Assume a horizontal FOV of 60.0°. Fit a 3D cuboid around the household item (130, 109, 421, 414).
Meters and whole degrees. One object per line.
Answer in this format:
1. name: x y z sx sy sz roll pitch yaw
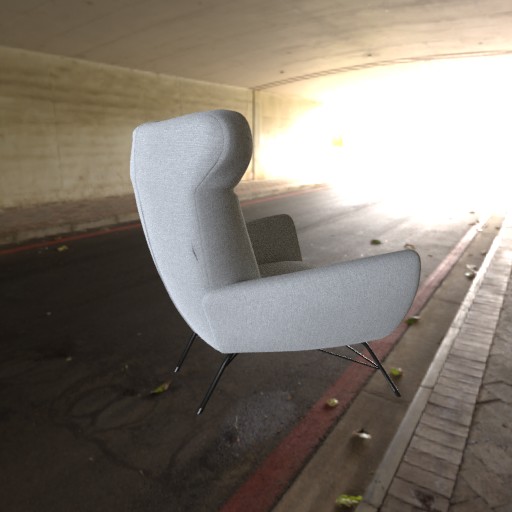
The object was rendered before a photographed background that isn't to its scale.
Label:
1. household item: 0.000 0.000 1.768 0.900 1.050 0.980 -7 16 -25
